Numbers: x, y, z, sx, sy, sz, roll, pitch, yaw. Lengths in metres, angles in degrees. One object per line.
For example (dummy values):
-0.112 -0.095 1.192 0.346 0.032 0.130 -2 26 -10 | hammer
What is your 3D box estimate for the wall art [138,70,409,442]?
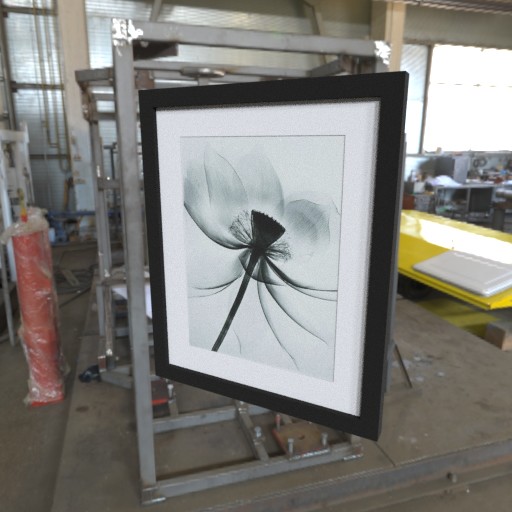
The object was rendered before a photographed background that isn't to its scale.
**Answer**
0.000 0.000 0.762 0.457 0.559 0.029 7 16 27 | wall art
